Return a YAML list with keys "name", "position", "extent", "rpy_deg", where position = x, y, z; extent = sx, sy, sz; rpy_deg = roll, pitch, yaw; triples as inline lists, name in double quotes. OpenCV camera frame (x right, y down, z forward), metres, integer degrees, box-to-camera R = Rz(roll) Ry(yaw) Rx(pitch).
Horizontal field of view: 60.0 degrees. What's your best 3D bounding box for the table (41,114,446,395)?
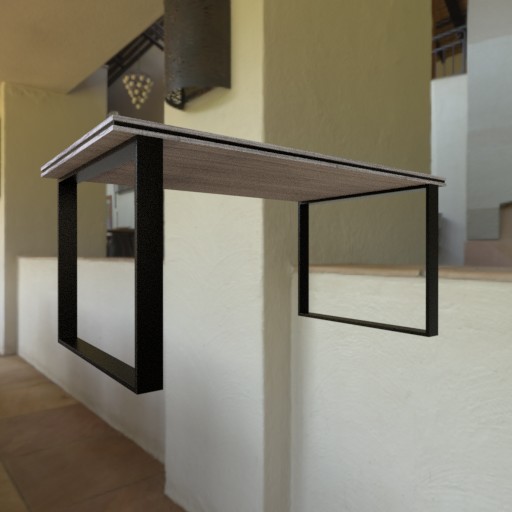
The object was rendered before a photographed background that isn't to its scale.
- name: "table"
  position: [0.000, 0.000, 1.967]
  extent: [1.579, 0.736, 0.881]
  rpy_deg: [0, 0, -37]
